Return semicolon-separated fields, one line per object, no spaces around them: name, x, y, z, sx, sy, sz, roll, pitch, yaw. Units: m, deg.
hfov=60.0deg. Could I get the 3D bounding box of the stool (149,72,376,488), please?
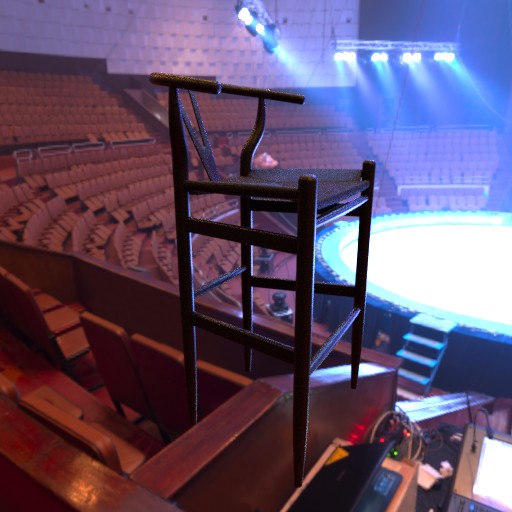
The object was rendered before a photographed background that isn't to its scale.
stool;0.000;0.000;1.385;0.579;1.072;0.569;8;18;27
